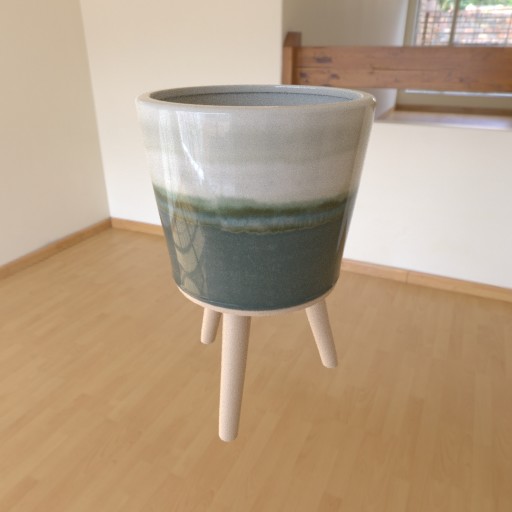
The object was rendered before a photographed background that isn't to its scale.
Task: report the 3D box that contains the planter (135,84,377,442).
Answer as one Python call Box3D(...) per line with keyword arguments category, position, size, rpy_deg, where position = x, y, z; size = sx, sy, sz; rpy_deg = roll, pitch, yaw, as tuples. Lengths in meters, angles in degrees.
Box3D(category="planter", position=(0.000, 0.000, 0.478), size=(0.217, 0.331, 0.217), rpy_deg=(0, 25, 0))
